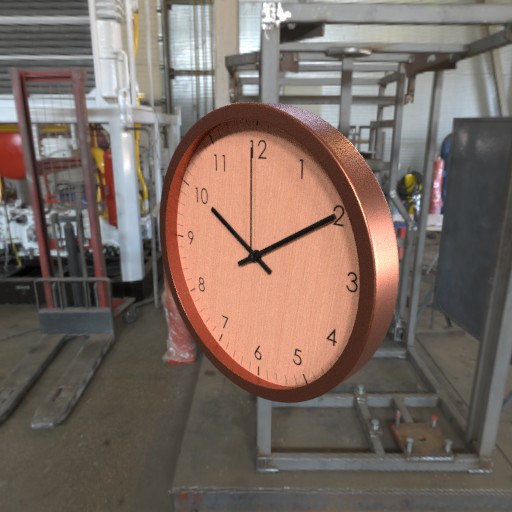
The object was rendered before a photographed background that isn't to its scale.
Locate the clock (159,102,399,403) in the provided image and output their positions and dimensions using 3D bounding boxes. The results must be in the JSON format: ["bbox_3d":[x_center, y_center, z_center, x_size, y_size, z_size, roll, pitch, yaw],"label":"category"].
[{"bbox_3d":[0.000,0.000,0.480,0.313,0.313,0.040,16,22,43],"label":"clock"}]
